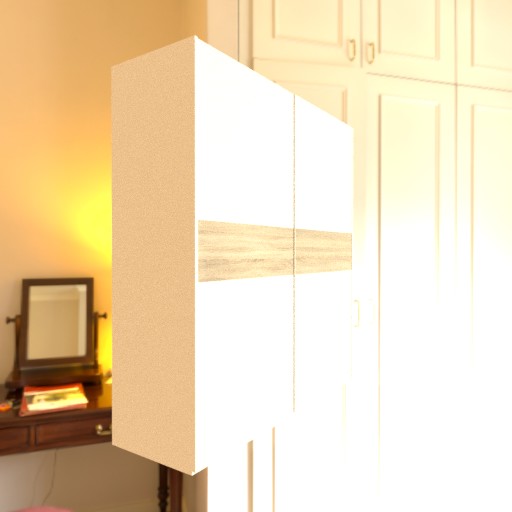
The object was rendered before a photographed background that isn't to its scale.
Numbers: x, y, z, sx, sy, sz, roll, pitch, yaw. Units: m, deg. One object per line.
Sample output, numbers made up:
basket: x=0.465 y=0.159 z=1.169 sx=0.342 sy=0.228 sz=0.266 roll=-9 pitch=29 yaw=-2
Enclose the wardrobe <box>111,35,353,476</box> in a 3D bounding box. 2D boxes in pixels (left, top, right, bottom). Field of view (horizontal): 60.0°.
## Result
wardrobe: x=0.000 y=0.000 z=2.943 sx=0.600 sy=2.020 sz=1.830 roll=0 pitch=1 yaw=35
